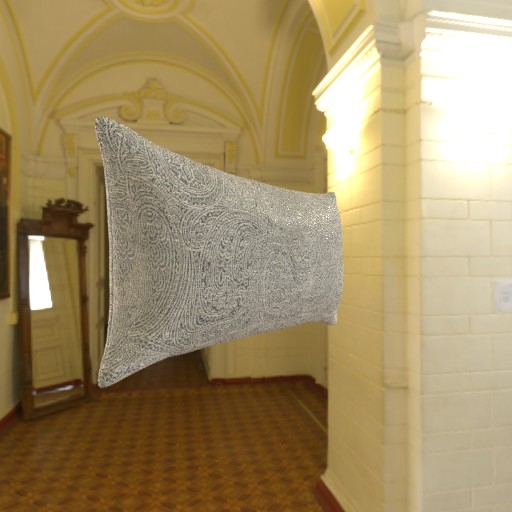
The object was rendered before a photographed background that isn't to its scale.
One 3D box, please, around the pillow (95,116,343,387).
[{"bbox_3d":[0.000,0.000,0.729,0.151,0.295,0.615,-1,-1,34],"label":"pillow"}]
